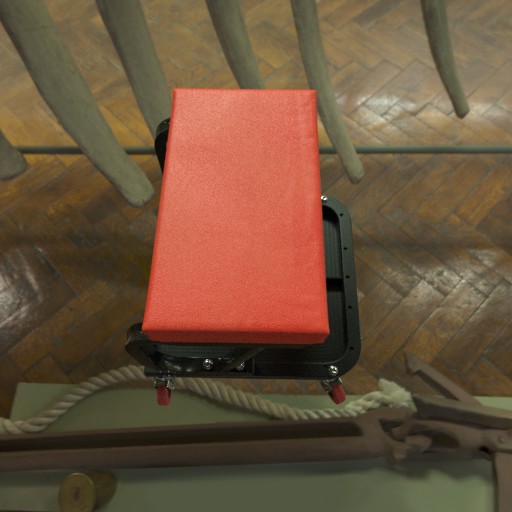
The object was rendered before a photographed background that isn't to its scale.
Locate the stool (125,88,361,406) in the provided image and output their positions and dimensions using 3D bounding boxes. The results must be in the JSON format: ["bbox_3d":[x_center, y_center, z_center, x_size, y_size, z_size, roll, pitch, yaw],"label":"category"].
[{"bbox_3d":[0.000,0.000,0.741,0.371,0.380,0.446,1,65,0],"label":"stool"}]
